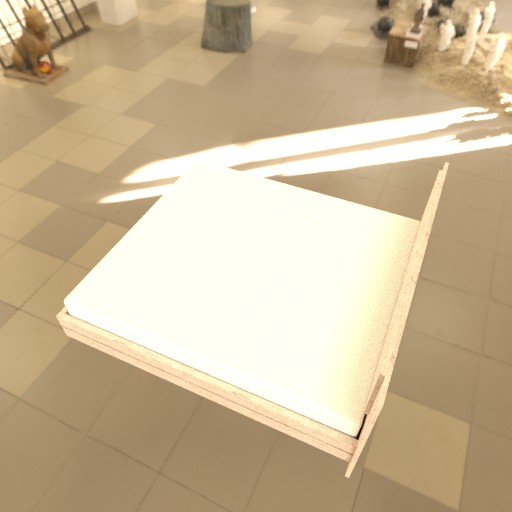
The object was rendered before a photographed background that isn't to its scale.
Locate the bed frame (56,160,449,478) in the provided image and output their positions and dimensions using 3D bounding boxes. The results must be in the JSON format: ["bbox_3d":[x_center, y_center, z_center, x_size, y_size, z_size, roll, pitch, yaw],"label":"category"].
[{"bbox_3d":[0.000,0.000,3.132,2.080,0.970,1.950,18,49,17],"label":"bed frame"}]
